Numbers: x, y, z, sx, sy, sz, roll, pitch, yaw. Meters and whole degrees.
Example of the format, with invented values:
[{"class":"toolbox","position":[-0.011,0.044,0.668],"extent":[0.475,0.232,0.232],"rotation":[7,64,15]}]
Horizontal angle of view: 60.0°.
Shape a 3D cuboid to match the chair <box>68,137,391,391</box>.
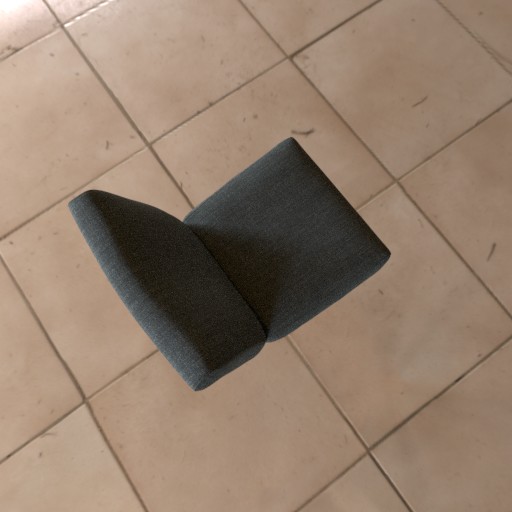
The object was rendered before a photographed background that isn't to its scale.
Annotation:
[{"class":"chair","position":[0.000,0.000,1.272],"extent":[0.629,0.884,0.487],"rotation":[-36,78,-8]}]
